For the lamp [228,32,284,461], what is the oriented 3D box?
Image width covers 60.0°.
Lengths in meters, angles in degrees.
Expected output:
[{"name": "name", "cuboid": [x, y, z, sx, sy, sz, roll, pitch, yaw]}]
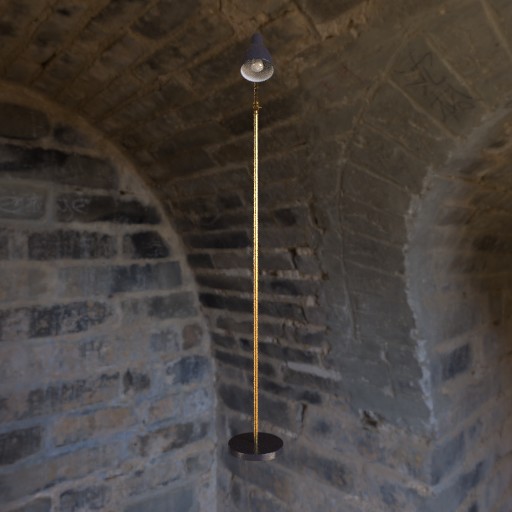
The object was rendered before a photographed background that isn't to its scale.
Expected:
[{"name": "lamp", "cuboid": [0.000, 0.000, 1.802, 0.235, 1.628, 0.618, 0, -1, -1]}]
